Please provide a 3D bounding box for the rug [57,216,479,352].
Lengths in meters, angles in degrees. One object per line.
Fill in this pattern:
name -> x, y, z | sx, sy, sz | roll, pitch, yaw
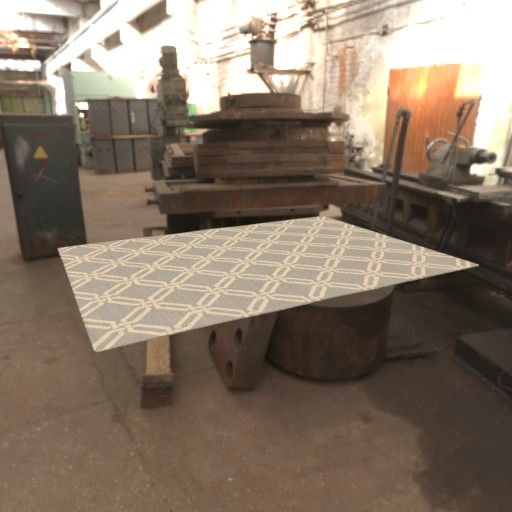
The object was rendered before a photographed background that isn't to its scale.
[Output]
rug -> 0.000, 0.000, 2.726 | 2.133, 0.013, 1.522 | -9, 19, -27
